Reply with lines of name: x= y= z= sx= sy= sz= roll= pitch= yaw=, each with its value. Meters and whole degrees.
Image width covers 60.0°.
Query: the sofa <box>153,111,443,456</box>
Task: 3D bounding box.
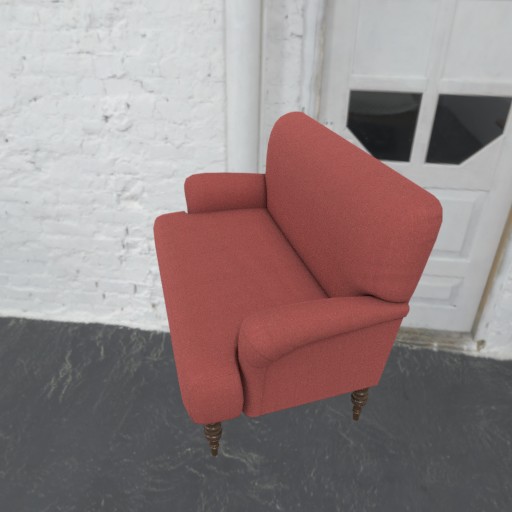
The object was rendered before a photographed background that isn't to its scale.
sofa: x=0.000 y=0.000 z=1.831 sx=0.779 sy=0.889 sz=1.297 roll=-8 pitch=32 yaw=-13
